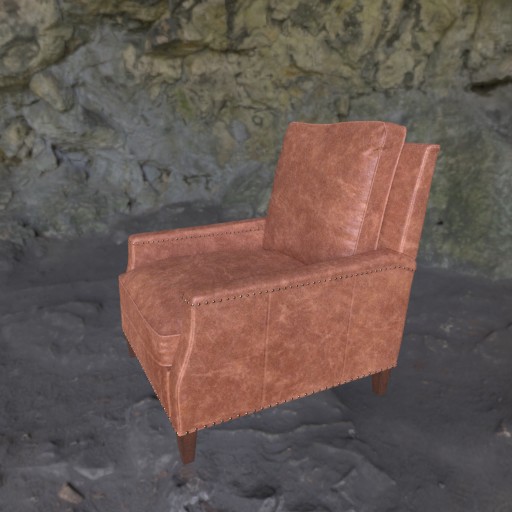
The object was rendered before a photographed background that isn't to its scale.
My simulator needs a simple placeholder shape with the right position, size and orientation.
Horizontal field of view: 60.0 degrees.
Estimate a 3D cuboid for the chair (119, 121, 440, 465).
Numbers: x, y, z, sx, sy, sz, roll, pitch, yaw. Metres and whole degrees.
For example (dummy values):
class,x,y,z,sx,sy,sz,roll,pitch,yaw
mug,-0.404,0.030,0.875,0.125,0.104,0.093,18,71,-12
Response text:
class,x,y,z,sx,sy,sz,roll,pitch,yaw
chair,0.000,0.000,1.810,1.035,1.054,0.854,-8,19,-26
